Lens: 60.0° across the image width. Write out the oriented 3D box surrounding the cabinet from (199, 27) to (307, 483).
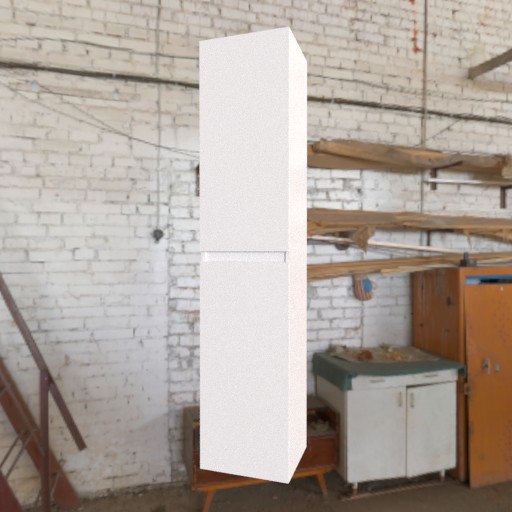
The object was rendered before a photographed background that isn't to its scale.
[{"bbox_3d":[0.000,0.000,1.532,0.300,1.400,0.269,0,1,18],"label":"cabinet"}]
